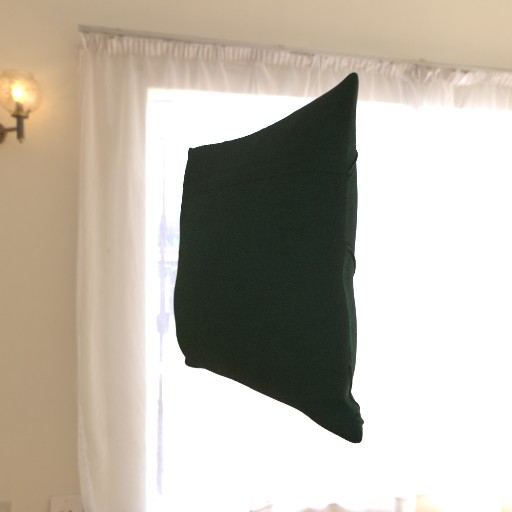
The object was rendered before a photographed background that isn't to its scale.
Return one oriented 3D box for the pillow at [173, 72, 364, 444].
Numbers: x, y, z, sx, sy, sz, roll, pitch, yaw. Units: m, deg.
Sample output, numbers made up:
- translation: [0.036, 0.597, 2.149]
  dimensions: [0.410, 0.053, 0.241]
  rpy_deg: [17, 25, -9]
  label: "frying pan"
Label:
- translation: [0.000, 0.000, 0.697]
  dimensions: [0.184, 0.440, 0.439]
  rpy_deg: [0, 0, -36]
  label: "pillow"
